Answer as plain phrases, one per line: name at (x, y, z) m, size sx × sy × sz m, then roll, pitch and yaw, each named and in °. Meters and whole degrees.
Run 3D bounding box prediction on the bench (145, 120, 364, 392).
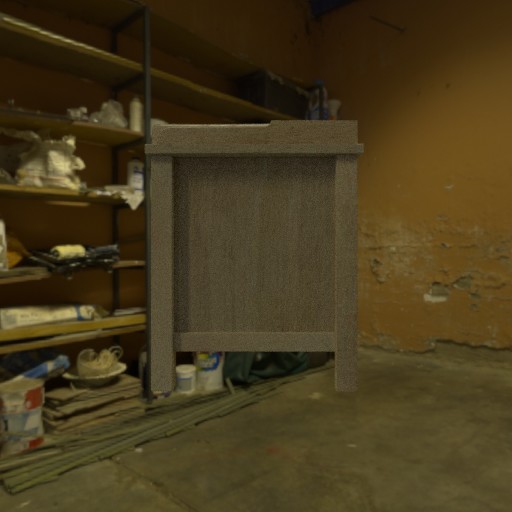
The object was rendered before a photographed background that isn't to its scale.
bench at (0.000, 0.000, 1.375) m, size 0.398 × 0.501 × 1.140 m, roll 0°, pitch 0°, yaw 0°
